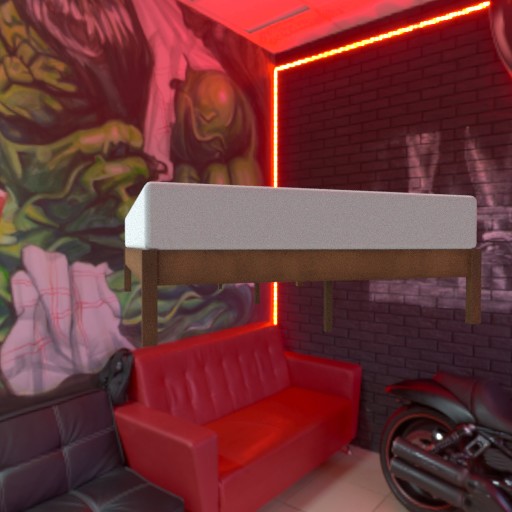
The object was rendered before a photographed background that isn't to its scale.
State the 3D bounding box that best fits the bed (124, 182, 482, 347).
[{"bbox_3d":[0.000,0.000,2.784,1.529,0.593,2.050,0,1,-18],"label":"bed"}]
